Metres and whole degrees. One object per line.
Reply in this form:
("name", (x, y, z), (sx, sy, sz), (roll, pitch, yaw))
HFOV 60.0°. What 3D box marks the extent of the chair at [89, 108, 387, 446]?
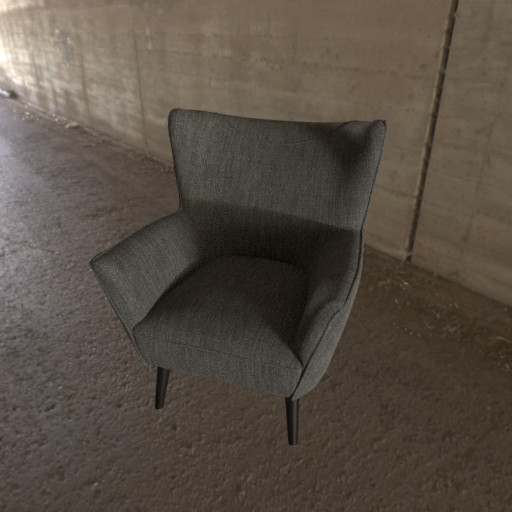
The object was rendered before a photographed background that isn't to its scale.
("chair", (0.000, 0.000, 1.595), (0.781, 0.933, 0.888), (9, 29, 16))
